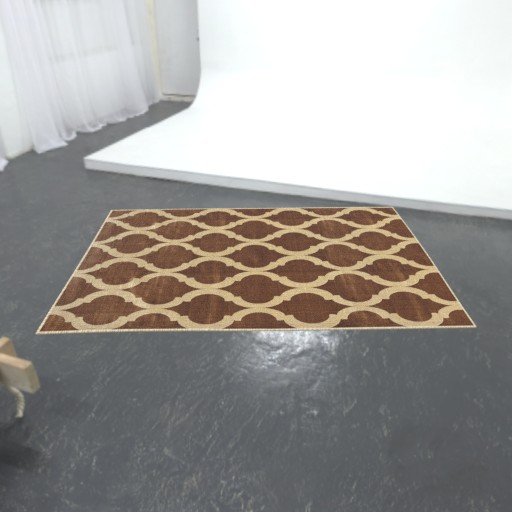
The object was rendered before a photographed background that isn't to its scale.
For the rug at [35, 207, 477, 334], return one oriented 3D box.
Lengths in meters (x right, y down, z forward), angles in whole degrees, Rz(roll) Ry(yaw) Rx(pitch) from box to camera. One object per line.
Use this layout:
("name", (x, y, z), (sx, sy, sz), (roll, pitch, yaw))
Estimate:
("rug", (0.000, 0.000, 2.931), (2.284, 0.008, 1.522), (-1, 30, -1))
